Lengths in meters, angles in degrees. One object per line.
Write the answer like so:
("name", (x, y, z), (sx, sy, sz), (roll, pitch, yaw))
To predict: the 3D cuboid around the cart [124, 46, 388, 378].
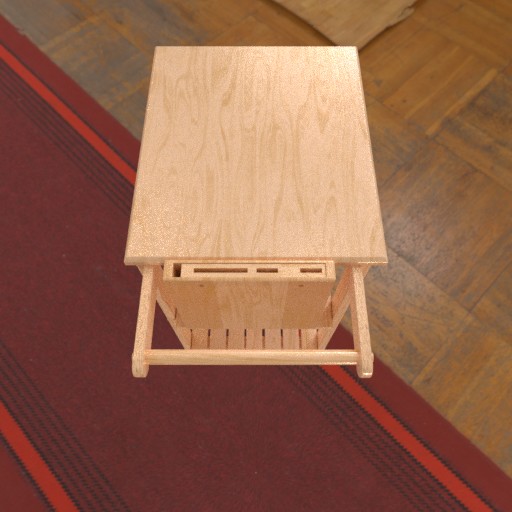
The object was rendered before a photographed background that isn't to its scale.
("cart", (0.000, 0.000, 1.316), (0.520, 0.816, 0.843), (0, 64, 0))
